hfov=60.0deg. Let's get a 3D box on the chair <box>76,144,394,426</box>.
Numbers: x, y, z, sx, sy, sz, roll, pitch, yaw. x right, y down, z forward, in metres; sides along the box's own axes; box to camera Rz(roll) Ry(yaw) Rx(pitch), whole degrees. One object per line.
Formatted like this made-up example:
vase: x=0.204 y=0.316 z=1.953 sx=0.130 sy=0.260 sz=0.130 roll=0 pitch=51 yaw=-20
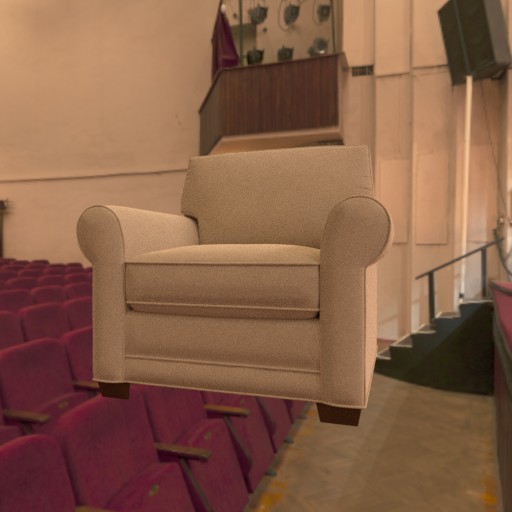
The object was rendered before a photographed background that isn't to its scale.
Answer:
chair: x=0.000 y=0.000 z=1.752 sx=1.040 sy=0.955 sz=0.863 roll=0 pitch=1 yaw=18
